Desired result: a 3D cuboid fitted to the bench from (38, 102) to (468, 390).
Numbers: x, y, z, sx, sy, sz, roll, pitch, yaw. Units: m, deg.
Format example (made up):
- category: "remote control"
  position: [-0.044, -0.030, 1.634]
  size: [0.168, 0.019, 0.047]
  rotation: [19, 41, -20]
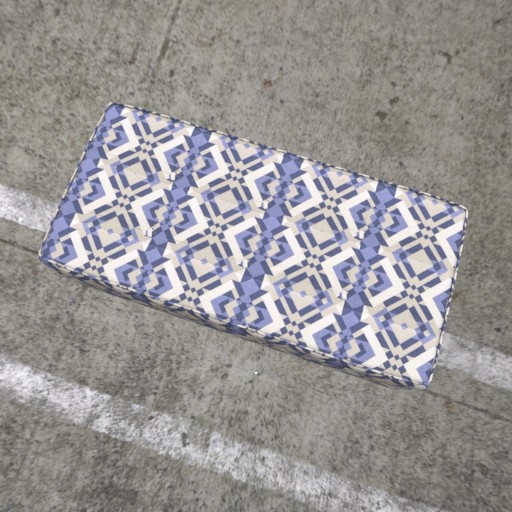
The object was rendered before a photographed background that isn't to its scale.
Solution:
- category: "bench"
  position: [0.000, 0.000, 1.329]
  size: [1.016, 0.477, 0.492]
  rotation: [18, 76, 5]
